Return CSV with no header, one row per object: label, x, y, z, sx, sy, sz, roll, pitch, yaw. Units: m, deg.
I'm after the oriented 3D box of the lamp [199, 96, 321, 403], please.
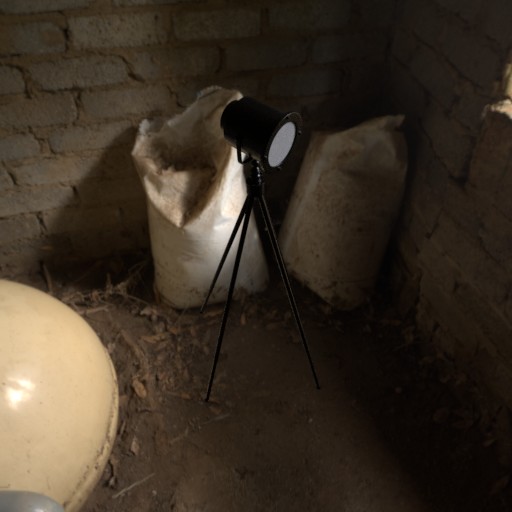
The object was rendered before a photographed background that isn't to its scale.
lamp,0.000,0.000,2.085,0.884,1.504,0.879,28,51,26
